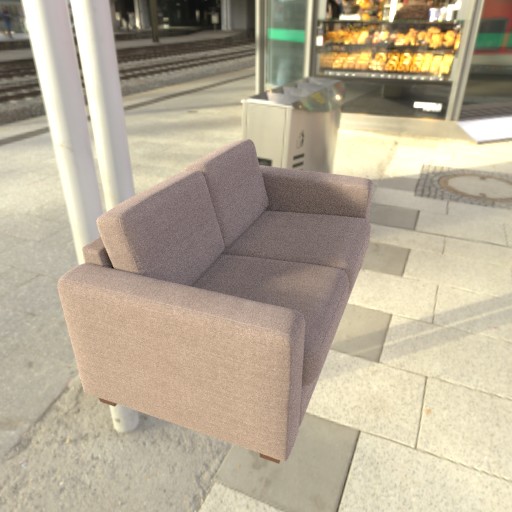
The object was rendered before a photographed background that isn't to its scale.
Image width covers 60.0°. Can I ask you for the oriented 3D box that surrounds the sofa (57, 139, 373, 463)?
[{"bbox_3d":[0.000,0.000,2.068,0.900,0.800,1.520,11,30,19],"label":"sofa"}]
